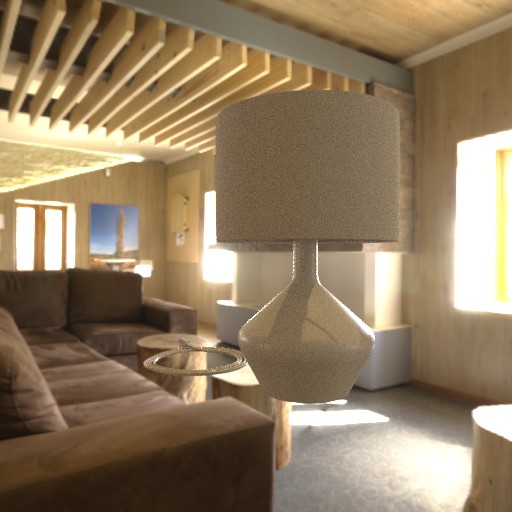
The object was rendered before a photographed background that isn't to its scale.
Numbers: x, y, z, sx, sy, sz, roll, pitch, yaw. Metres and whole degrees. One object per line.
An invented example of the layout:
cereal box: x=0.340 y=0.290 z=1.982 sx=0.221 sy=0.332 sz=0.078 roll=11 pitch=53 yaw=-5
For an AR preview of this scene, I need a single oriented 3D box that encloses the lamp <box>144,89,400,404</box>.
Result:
lamp: x=0.000 y=0.000 z=0.855 sx=0.401 sy=0.457 sz=0.546 roll=0 pitch=0 yaw=-19
